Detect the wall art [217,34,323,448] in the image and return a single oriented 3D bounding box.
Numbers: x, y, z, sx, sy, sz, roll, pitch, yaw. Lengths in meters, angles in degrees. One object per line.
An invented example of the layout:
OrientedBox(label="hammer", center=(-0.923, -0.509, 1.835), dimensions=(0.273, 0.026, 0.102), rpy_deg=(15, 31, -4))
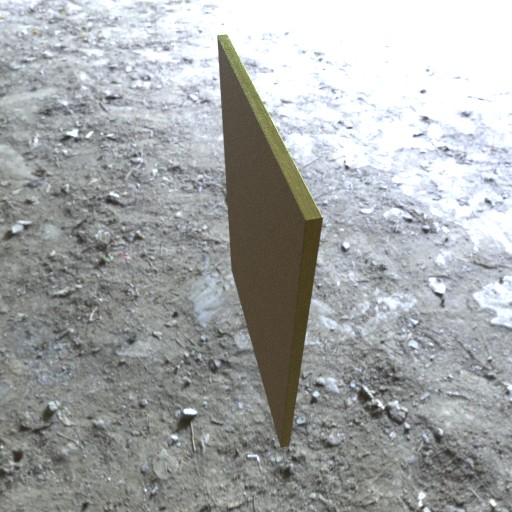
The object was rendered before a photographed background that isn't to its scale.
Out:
OrientedBox(label="wall art", center=(0.000, 0.000, 1.352), dimensions=(0.030, 1.002, 0.798), rpy_deg=(-10, 48, -9))
